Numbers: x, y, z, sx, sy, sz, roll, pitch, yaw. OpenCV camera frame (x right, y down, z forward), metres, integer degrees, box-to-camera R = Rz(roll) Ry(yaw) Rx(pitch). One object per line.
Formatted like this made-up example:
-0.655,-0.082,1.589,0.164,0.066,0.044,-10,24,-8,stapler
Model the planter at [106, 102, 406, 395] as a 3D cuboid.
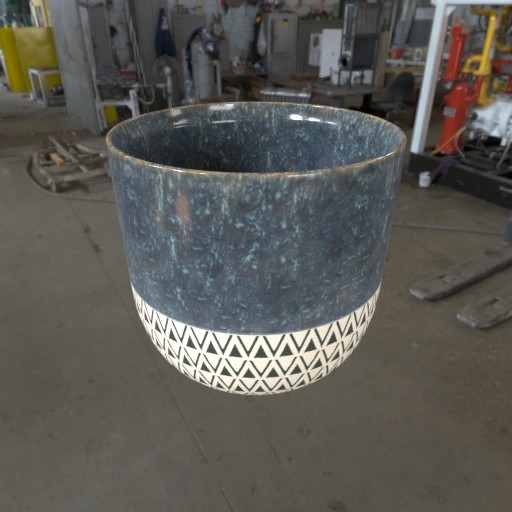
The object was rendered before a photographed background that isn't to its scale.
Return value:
0.000,0.000,0.472,0.266,0.270,0.266,0,29,0,planter
